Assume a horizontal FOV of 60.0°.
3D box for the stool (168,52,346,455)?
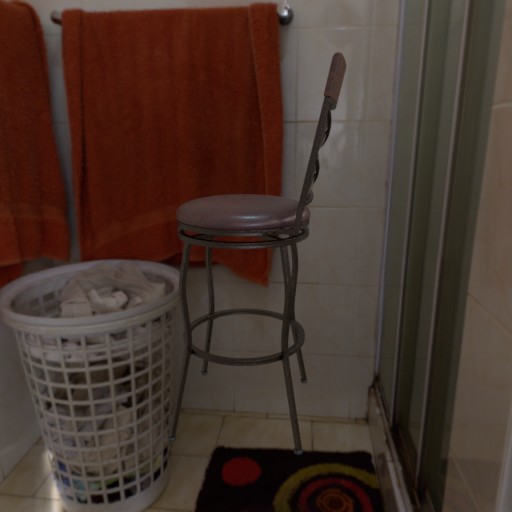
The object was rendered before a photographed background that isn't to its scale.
[{"bbox_3d":[0.000,0.000,1.432,0.513,1.130,0.448,2,16,8],"label":"stool"}]
